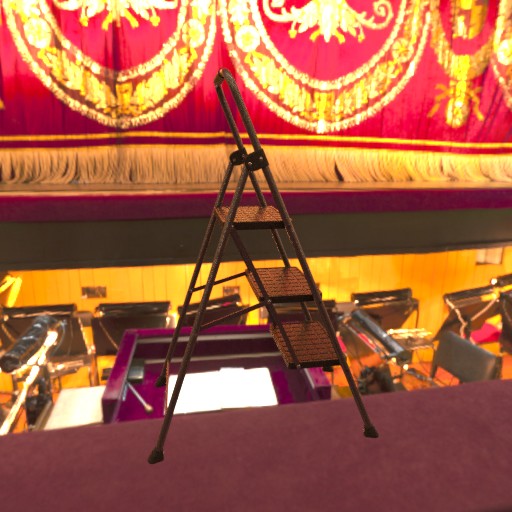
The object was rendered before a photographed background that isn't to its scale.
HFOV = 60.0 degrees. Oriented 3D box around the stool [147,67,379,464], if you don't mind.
[{"bbox_3d":[0.000,0.000,1.454,0.733,1.121,0.473,-2,14,-10],"label":"stool"}]
